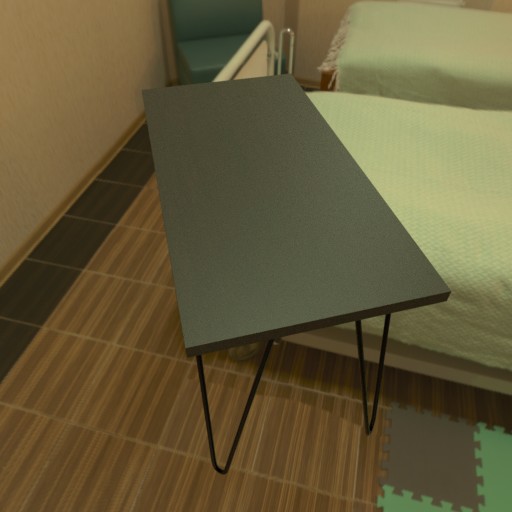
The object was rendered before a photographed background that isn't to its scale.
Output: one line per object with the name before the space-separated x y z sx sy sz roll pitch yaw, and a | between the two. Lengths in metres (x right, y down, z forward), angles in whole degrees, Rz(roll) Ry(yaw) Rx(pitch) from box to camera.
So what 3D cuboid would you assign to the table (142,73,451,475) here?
table | 0.000 0.000 1.354 0.499 0.660 0.991 -10 46 -10
